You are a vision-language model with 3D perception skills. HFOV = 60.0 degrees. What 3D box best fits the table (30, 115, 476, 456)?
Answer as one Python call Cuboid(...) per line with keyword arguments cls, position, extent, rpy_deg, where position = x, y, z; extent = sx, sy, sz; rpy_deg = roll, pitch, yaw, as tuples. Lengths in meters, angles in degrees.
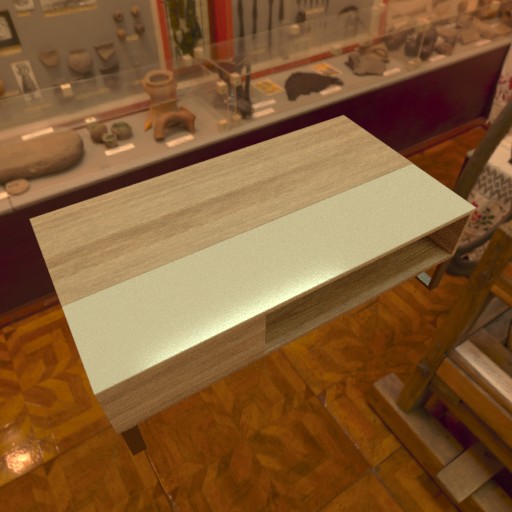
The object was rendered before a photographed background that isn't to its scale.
Cuboid(cls="table", position=(0.000, 0.000, 1.369), extent=(1.100, 0.350, 0.600), rpy_deg=(-23, 51, -21))
